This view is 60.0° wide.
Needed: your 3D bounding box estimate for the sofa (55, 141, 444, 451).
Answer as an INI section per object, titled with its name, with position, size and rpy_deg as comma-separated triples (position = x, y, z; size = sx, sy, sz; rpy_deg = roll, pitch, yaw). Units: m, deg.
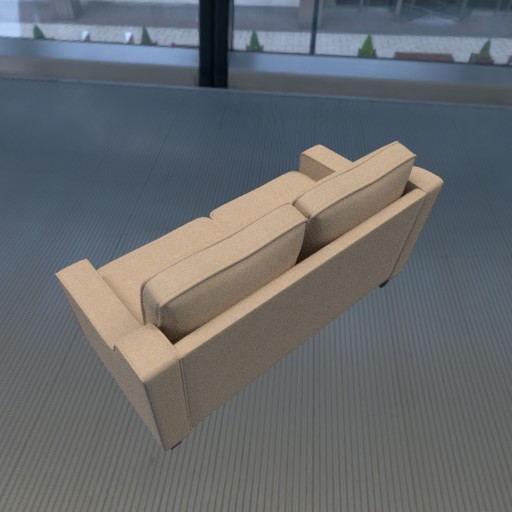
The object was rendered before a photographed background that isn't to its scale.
[sofa]
position = 0.000, 0.000, 3.435
size = 2.587, 1.562, 1.351
rpy_deg = -31, 53, -27
